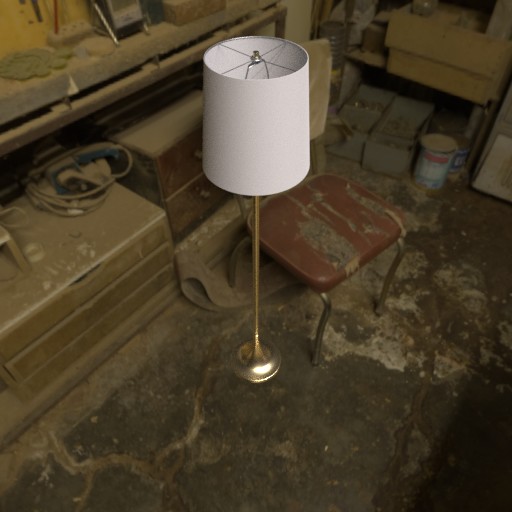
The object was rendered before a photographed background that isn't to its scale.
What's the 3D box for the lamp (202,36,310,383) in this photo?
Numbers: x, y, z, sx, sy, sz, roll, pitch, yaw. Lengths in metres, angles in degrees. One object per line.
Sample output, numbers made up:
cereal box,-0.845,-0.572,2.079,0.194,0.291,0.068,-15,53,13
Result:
lamp,0.000,0.000,1.712,0.337,1.543,0.337,0,47,0
